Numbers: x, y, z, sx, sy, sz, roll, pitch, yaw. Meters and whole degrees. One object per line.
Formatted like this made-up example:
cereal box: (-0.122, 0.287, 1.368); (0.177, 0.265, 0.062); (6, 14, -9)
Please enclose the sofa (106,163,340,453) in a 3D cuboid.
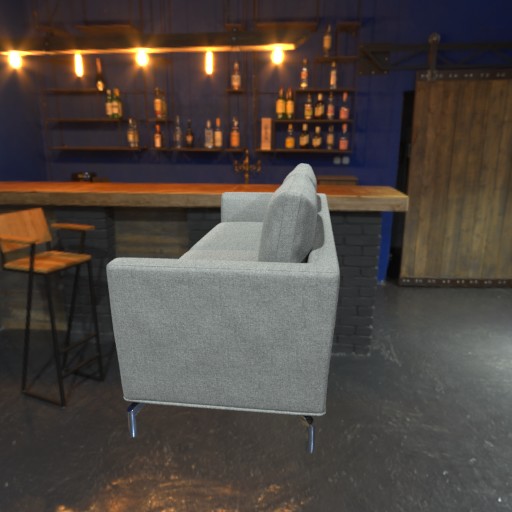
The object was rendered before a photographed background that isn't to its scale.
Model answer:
sofa: (0.000, 0.000, 2.672); (0.869, 1.002, 2.212); (2, 15, 7)
